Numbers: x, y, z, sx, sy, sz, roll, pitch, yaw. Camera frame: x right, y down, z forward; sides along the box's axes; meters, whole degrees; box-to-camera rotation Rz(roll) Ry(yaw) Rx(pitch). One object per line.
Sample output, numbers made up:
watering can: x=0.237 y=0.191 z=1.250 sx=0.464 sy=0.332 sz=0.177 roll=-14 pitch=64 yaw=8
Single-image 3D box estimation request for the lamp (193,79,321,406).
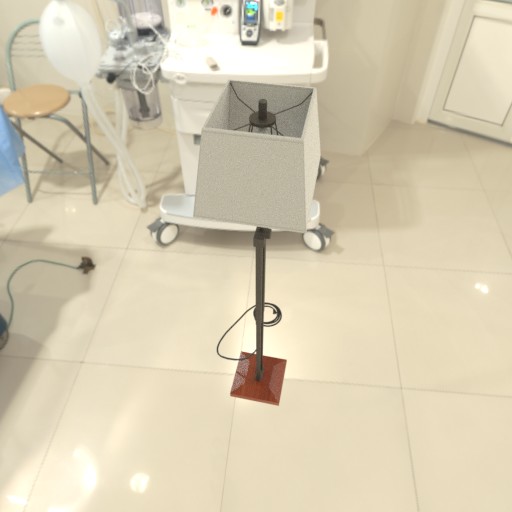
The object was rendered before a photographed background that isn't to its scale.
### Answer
lamp: x=0.000 y=0.000 z=2.039 sx=0.472 sy=1.712 sz=0.745 roll=9 pitch=48 yaw=8
